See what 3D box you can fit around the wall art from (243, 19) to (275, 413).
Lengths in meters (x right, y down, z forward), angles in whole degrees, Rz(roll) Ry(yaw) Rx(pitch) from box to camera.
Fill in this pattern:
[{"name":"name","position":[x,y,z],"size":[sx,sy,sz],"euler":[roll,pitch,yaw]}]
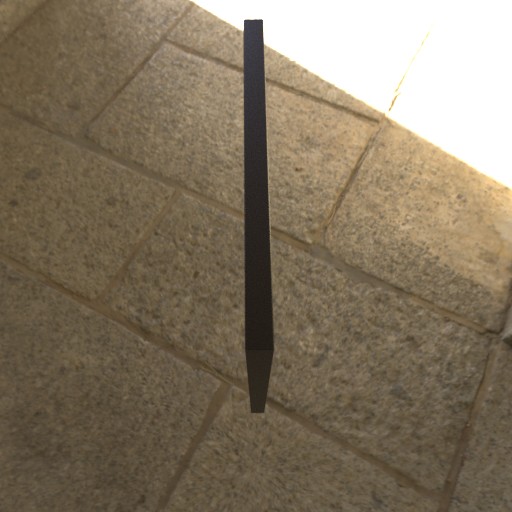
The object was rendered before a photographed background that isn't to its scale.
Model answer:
[{"name":"wall art","position":[0.000,0.000,0.754],"size":[0.028,0.551,0.451],"euler":[-1,65,0]}]
